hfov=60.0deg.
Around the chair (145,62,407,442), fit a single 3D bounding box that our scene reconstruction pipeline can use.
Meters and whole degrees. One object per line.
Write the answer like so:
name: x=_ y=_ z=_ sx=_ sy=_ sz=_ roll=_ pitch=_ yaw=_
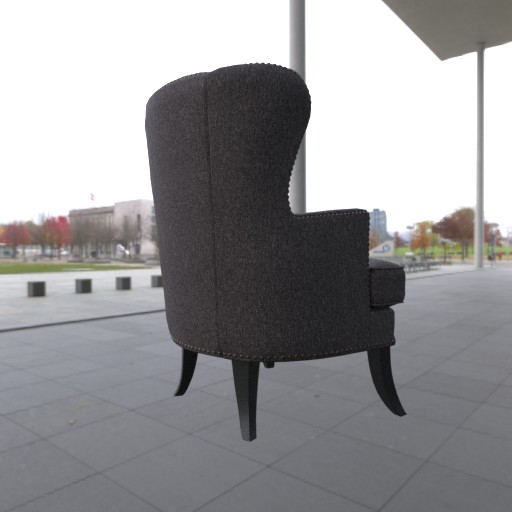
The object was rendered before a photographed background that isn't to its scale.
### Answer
chair: x=0.000 y=0.000 z=1.584 sx=0.758 sy=1.060 sz=0.759 roll=0 pitch=1 yaw=-35
